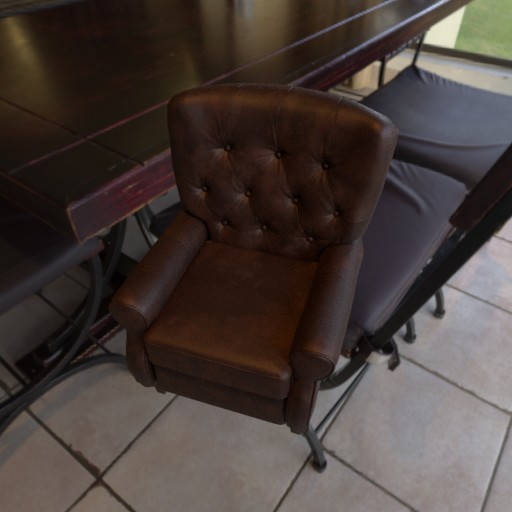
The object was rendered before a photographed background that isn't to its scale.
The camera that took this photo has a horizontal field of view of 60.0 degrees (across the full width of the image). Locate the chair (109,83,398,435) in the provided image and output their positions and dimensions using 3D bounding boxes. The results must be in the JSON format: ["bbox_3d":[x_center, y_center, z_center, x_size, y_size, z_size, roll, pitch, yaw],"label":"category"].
[{"bbox_3d":[0.000,0.000,1.911,0.948,1.158,1.058,12,43,13],"label":"chair"}]
